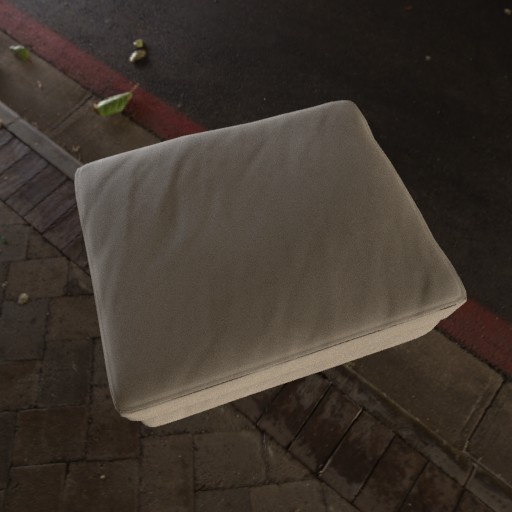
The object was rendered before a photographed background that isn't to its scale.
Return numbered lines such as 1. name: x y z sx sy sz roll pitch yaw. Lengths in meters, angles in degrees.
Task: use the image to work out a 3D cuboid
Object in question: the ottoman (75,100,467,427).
1. ottoman: 0.000 0.000 1.501 1.002 0.492 0.836 -16 64 -8
